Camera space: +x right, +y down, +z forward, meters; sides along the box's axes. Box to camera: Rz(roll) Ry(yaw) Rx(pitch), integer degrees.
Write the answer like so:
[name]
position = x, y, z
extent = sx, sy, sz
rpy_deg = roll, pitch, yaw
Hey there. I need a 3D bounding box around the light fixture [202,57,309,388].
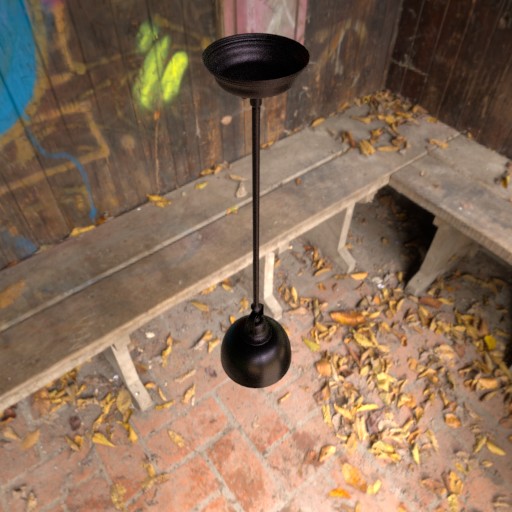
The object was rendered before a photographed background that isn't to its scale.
[light fixture]
position = 0.000, 0.000, 0.849
extent = 0.182, 0.768, 0.182
rpy_deg = 18, 51, 15
